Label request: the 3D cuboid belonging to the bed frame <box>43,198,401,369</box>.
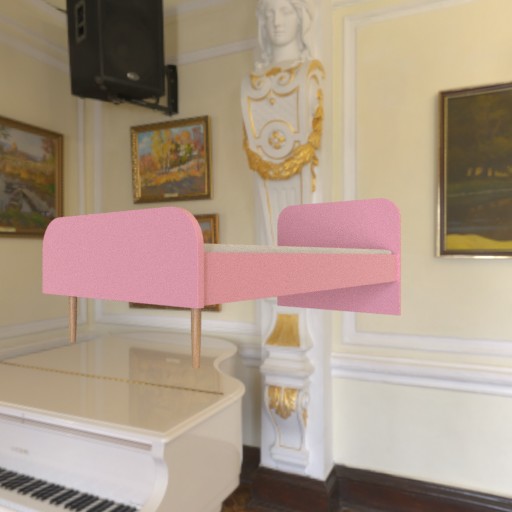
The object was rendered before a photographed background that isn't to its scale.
[{"bbox_3d":[0.000,0.000,2.537,0.998,0.805,1.963,0,0,37],"label":"bed frame"}]
